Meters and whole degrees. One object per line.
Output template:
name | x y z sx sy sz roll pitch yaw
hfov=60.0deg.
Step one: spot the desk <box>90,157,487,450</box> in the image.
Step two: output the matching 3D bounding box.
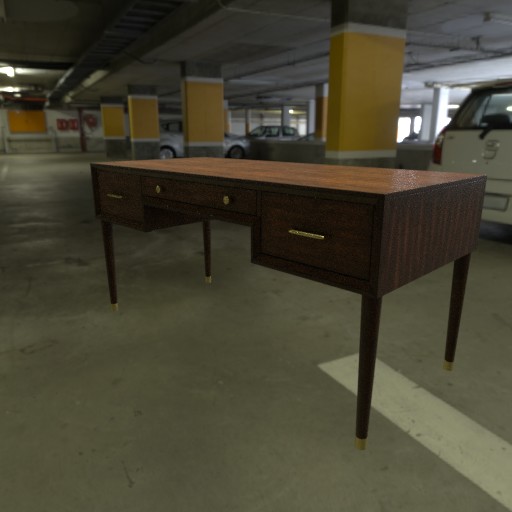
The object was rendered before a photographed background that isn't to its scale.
desk | 0.000 0.000 1.949 1.575 0.762 0.724 15 22 43
